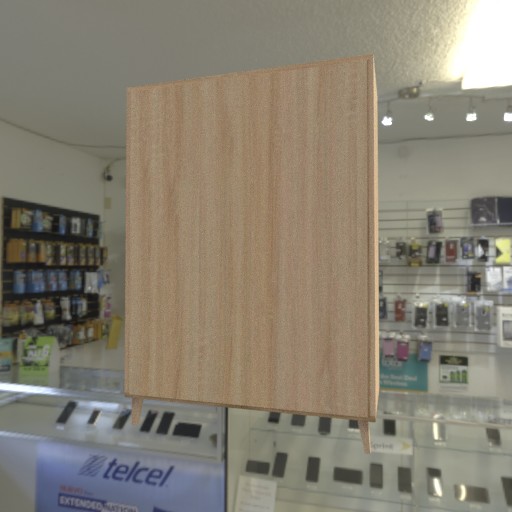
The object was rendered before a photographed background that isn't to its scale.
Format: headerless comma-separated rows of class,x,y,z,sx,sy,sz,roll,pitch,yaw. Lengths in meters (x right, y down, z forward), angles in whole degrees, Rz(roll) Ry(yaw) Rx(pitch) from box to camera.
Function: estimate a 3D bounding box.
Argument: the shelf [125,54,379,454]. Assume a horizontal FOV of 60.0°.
shelf,0.000,0.000,1.890,0.995,1.405,0.434,0,-1,17
